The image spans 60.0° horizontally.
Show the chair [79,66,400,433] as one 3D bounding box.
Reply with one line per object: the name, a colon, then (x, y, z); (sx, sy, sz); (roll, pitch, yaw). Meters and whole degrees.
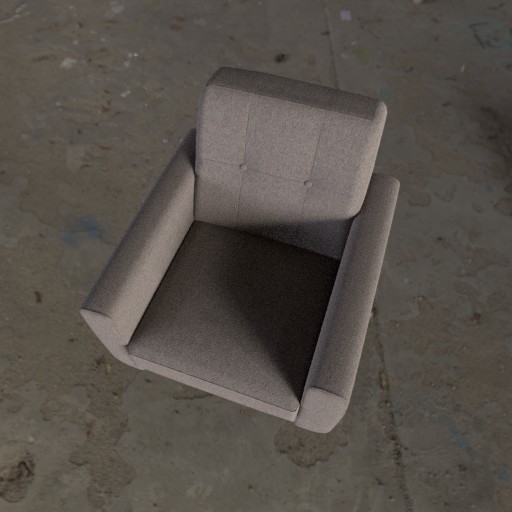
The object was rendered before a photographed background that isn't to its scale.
chair: (0.000, 0.000, 1.548); (0.831, 0.839, 0.907); (16, 59, 10)
